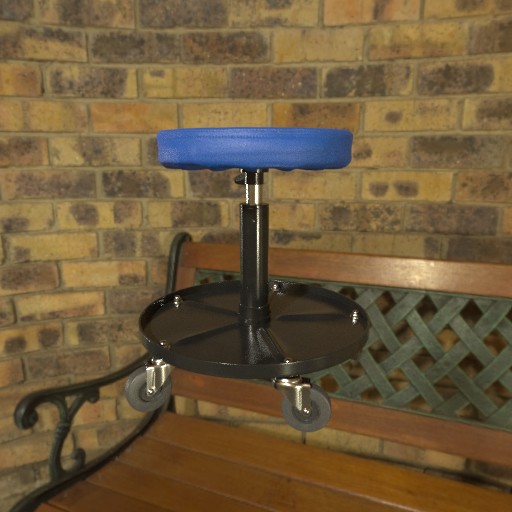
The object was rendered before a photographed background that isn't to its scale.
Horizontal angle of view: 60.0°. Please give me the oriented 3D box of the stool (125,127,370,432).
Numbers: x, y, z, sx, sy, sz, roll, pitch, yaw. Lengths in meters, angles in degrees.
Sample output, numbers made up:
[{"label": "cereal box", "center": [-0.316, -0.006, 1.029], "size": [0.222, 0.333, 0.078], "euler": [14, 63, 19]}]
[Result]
[{"label": "stool", "center": [0.000, 0.000, 0.673], "size": [0.381, 0.365, 0.382], "euler": [-2, 14, -9]}]
